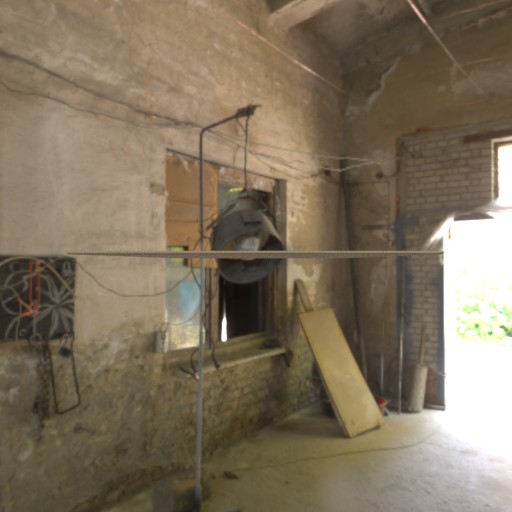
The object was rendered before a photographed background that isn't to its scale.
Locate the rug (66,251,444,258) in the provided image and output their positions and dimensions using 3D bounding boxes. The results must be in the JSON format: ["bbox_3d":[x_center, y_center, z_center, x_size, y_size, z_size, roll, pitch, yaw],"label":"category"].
[{"bbox_3d":[0.000,0.000,2.913,1.528,0.014,2.294,0,-1,0],"label":"rug"}]
